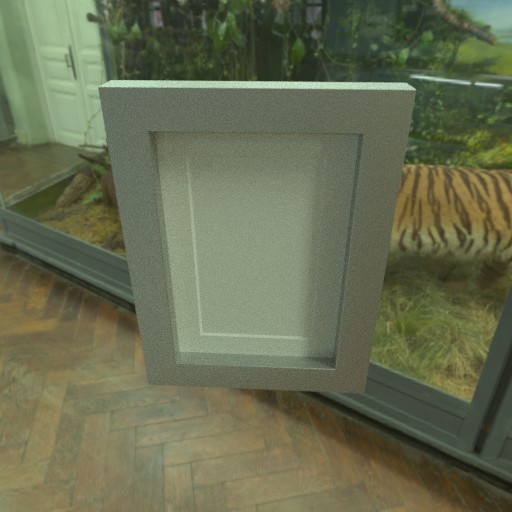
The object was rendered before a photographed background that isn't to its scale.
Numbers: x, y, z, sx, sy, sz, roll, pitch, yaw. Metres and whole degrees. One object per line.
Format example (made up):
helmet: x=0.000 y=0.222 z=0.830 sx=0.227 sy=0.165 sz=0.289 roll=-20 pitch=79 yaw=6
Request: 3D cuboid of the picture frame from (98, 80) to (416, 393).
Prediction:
picture frame: x=0.000 y=0.000 z=0.283 sx=0.157 sy=0.208 sz=0.028 roll=2 pitch=30 yaw=3
